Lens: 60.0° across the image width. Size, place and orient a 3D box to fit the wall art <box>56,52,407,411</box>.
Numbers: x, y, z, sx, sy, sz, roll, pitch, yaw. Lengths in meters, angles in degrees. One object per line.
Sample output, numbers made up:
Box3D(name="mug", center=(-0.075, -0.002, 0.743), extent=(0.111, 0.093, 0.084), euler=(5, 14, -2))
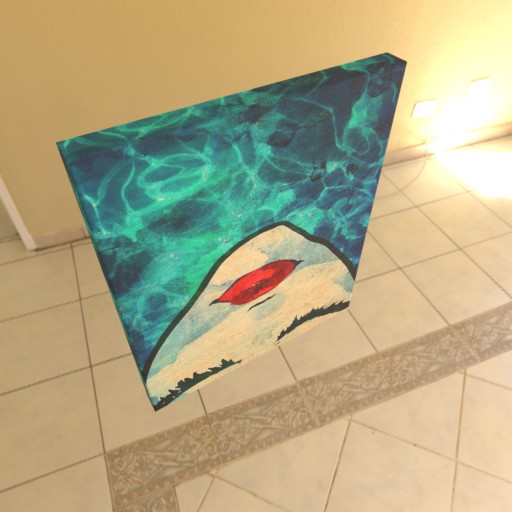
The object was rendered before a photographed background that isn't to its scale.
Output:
Box3D(name="wall art", center=(0.000, 0.000, 0.677), extent=(0.432, 0.508, 0.038), euler=(-24, 50, -22))
